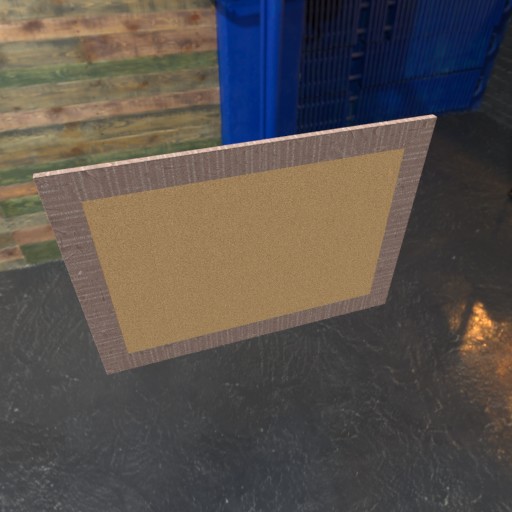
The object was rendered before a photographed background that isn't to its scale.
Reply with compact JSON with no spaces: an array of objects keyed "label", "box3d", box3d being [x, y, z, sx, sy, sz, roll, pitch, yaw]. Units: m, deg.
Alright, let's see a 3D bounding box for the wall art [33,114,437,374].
[{"label":"wall art","box3d":[0.000,0.000,1.370,1.056,0.761,0.020,-12,42,-13]}]
